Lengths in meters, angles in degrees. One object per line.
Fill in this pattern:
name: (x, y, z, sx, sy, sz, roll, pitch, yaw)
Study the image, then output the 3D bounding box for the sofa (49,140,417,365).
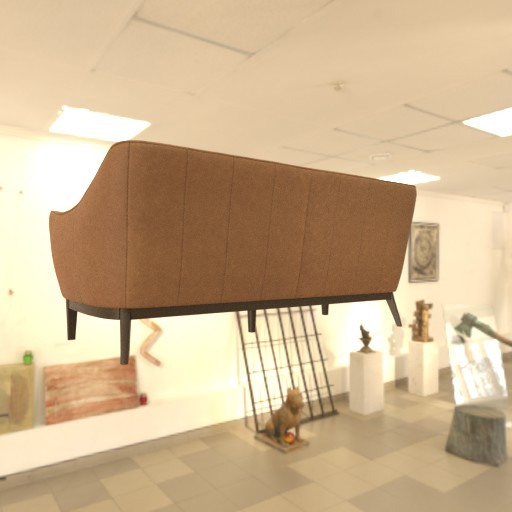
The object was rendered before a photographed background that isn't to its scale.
sofa: (0.000, 0.000, 2.391, 1.928, 0.830, 0.869, 0, -1, -36)
